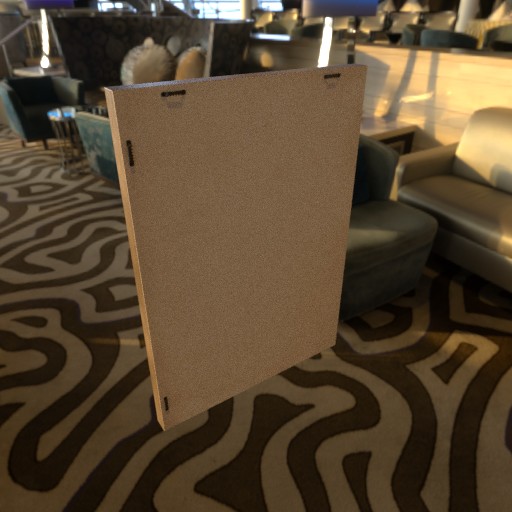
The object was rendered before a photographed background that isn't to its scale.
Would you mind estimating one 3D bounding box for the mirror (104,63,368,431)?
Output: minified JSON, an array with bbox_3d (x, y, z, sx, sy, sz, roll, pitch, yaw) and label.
[{"bbox_3d":[0.000,0.000,0.931,0.507,0.710,0.040,-19,35,-29],"label":"mirror"}]
